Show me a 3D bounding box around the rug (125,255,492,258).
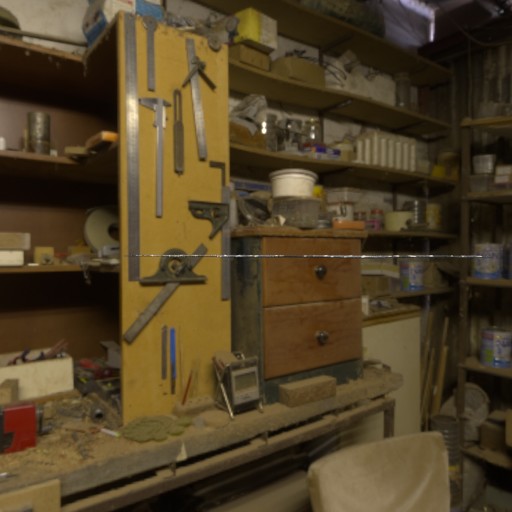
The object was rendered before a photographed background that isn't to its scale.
[{"bbox_3d":[0.000,0.000,2.713,0.807,0.010,2.476,0,0,-36],"label":"rug"}]
